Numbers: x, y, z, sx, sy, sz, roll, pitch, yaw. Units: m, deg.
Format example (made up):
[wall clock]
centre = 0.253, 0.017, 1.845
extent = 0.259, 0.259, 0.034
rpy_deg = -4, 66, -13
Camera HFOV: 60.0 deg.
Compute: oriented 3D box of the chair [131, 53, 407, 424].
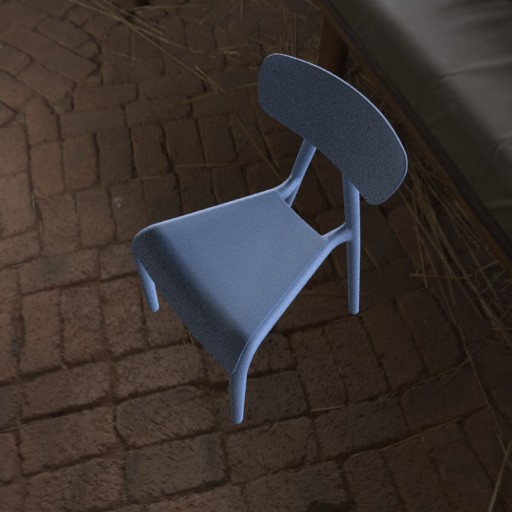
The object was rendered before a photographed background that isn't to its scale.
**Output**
[chair]
centre = 0.000, 0.000, 0.832
extent = 0.401, 0.580, 0.356
rpy_deg = -36, 67, -17
